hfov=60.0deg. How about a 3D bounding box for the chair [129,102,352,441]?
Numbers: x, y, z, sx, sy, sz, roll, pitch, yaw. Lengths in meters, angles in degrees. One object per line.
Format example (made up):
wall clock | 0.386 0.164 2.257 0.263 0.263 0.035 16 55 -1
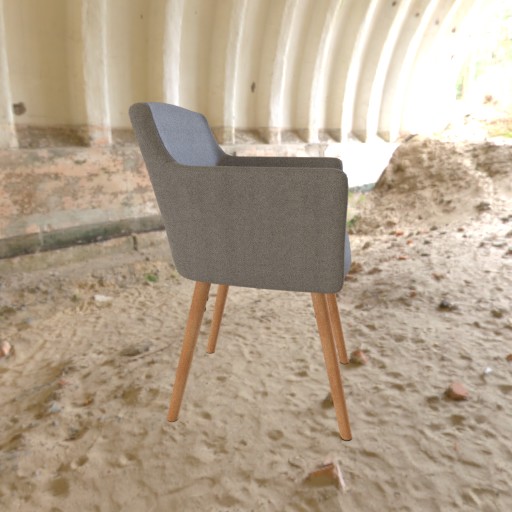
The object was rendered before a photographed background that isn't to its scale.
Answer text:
chair | 0.000 0.000 1.188 0.540 0.780 0.570 2 15 9
